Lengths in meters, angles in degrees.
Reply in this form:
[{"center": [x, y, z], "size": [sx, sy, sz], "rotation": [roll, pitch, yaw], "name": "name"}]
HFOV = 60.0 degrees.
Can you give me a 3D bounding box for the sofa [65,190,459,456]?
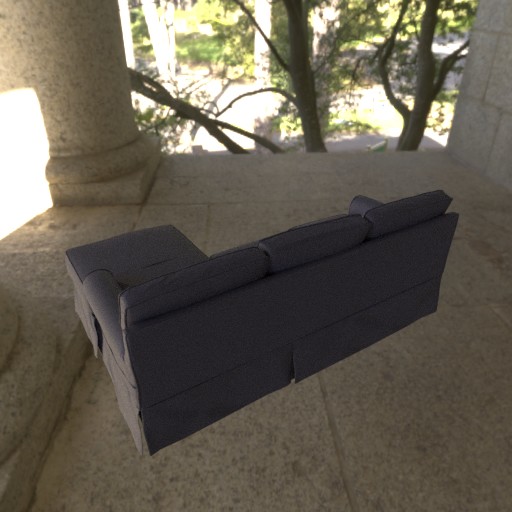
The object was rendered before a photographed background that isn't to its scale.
[{"center": [0.000, 0.000, 3.354], "size": [2.518, 1.039, 1.637], "rotation": [-18, 35, -28], "name": "sofa"}]
